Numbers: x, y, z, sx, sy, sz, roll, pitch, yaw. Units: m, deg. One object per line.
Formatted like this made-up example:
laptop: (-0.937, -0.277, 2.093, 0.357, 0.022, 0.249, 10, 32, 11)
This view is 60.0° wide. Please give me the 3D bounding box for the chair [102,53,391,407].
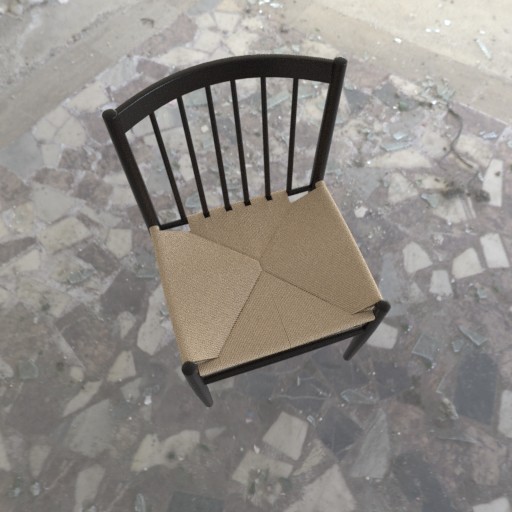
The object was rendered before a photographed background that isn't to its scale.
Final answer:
chair: (0.000, 0.000, 1.134, 0.495, 0.818, 0.516, -16, 64, -8)
